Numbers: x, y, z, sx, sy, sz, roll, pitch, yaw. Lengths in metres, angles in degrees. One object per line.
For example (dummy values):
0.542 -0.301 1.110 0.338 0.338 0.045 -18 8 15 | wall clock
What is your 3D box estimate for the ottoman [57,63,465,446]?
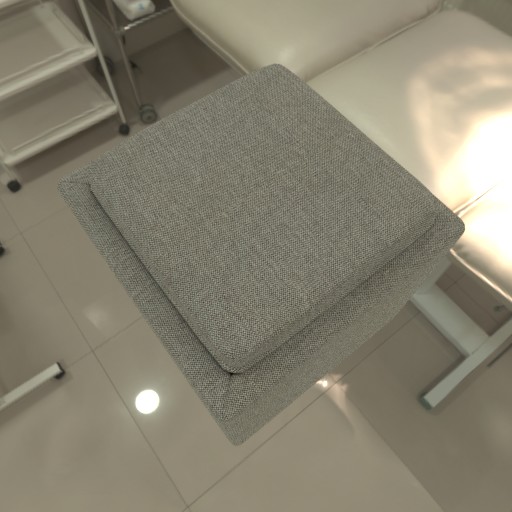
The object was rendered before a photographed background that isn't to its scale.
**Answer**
0.000 0.000 0.815 0.450 0.460 0.450 -35 68 -16 | ottoman
